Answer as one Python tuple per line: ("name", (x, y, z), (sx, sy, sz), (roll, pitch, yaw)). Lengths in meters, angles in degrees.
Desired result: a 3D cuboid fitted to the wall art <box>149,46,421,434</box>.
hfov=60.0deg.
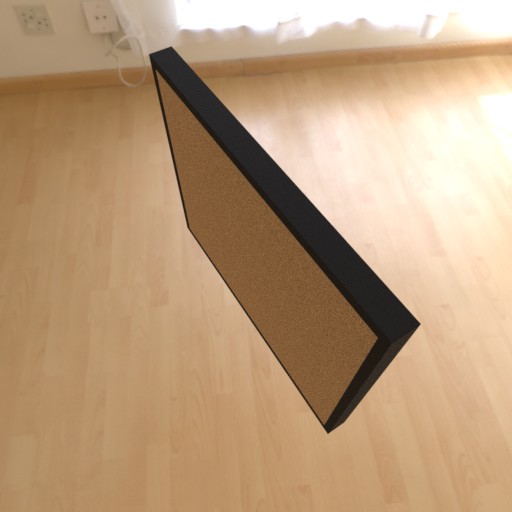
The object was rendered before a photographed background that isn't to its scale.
("wall art", (0.000, 0.000, 0.540), (0.028, 0.325, 0.397), (-28, 62, -17))
